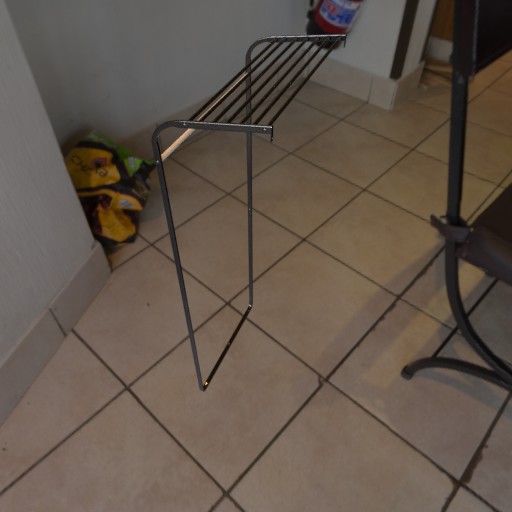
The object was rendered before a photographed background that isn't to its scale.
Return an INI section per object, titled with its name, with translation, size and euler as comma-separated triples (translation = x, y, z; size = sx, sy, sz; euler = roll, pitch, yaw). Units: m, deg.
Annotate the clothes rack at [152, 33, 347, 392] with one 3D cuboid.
[clothes rack]
translation = 0.000, 0.000, 1.805
size = 0.349, 1.574, 0.609
euler = 18, 49, 16
